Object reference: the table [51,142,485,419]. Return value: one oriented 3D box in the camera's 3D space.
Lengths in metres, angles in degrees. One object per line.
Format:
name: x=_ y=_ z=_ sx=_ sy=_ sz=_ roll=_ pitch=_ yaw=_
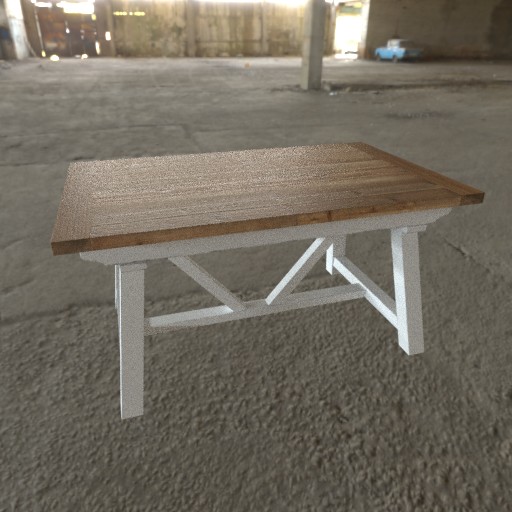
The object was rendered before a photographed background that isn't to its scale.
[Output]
table: x=0.000 y=0.000 z=2.011 sx=1.503 sy=0.743 sz=0.922 roll=-8 pitch=27 yaw=-15
